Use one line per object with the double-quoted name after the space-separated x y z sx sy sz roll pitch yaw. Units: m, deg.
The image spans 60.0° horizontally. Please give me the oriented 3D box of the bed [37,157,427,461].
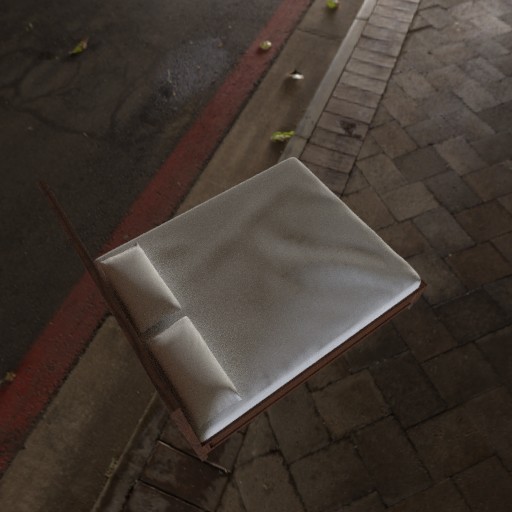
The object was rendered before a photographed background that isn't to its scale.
0.000 0.000 3.435 2.218 1.487 1.765 -31 62 -18 "bed"
